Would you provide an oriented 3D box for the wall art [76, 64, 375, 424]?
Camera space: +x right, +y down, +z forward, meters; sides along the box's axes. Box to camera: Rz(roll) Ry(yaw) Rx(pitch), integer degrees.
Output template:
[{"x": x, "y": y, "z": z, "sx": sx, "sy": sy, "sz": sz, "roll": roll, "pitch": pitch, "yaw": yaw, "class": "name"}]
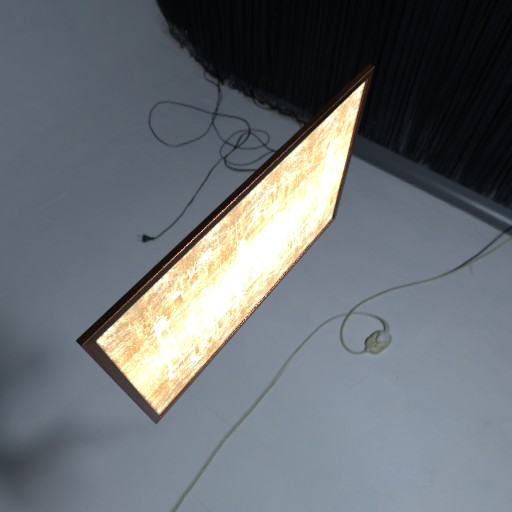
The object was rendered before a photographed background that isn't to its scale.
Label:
[{"x": 0.000, "y": 0.000, "z": 1.040, "sx": 0.014, "sy": 0.559, "sz": 0.816, "roll": 34, "pitch": 64, "yaw": 19, "class": "wall art"}]
